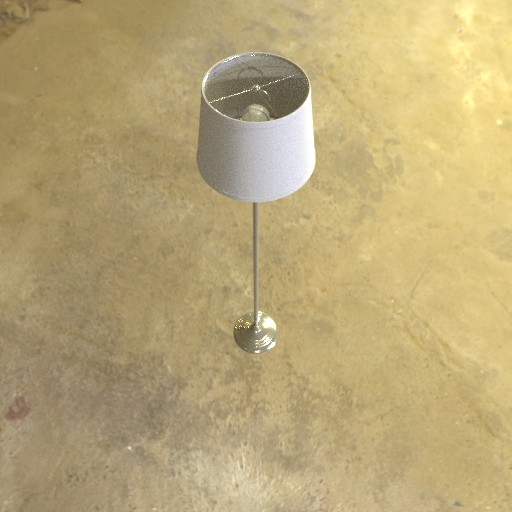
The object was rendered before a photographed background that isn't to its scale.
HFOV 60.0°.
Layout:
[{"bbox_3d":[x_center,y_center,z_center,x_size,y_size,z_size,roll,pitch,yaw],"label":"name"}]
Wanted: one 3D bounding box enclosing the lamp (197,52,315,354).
[{"bbox_3d":[0.000,0.000,1.669,0.327,1.506,0.327,16,60,10],"label":"lamp"}]
